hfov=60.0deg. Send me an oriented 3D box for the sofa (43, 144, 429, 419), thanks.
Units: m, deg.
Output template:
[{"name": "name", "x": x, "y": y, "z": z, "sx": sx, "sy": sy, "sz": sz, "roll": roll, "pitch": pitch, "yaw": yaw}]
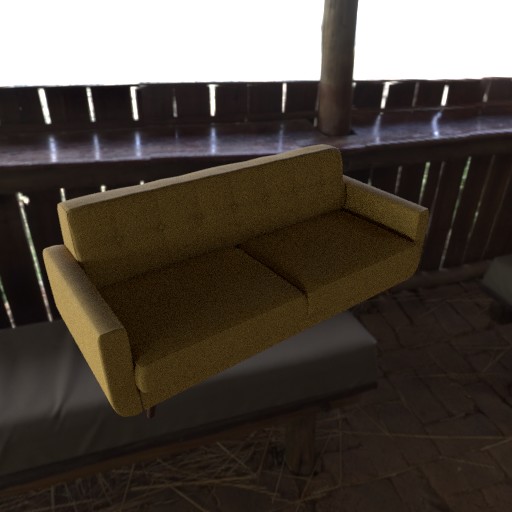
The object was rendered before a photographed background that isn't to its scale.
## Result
[{"name": "sofa", "x": 0.000, "y": 0.000, "z": 2.513, "sx": 2.029, "sy": 0.841, "sz": 0.909, "roll": -20, "pitch": 35, "yaw": -31}]
